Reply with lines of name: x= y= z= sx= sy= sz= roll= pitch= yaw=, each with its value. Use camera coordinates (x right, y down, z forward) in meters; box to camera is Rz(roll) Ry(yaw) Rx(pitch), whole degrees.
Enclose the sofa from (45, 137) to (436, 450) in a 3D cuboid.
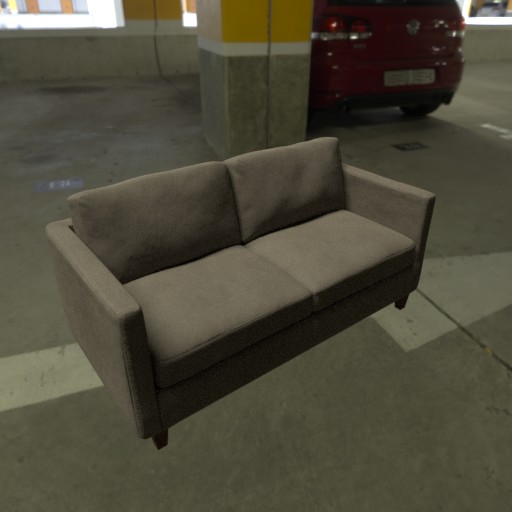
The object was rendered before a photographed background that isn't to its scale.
sofa: x=0.000 y=0.000 z=2.422 sx=1.884 sy=0.963 sz=0.950 roll=-20 pitch=35 yaw=-32
